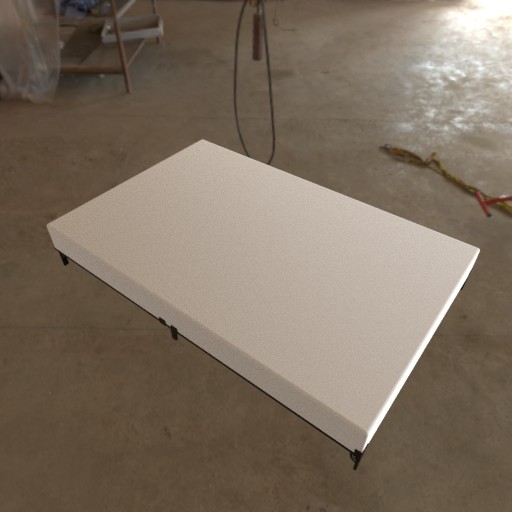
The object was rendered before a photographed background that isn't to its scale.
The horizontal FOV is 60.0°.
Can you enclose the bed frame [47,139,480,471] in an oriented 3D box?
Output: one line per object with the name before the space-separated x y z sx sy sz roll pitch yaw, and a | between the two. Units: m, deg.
bed frame | 0.000 0.000 3.736 2.987 0.440 1.930 27 49 27
